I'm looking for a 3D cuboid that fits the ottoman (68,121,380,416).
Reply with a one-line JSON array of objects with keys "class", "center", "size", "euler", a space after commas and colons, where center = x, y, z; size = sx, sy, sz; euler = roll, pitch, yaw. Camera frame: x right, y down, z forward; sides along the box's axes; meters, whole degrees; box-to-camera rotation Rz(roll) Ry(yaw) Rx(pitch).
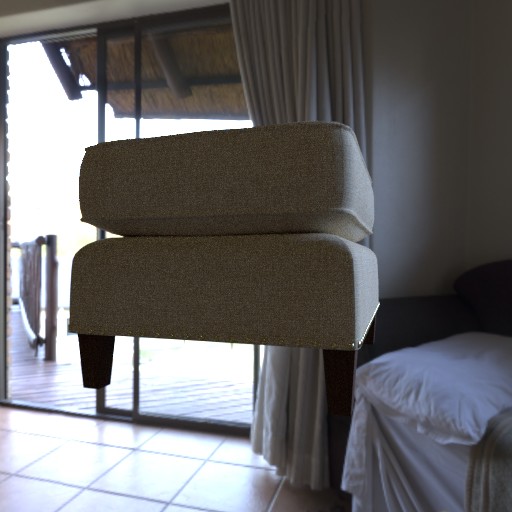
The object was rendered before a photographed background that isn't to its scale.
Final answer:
[{"class": "ottoman", "center": [0.000, 0.000, 1.146], "size": [0.589, 0.537, 0.738], "euler": [0, -1, 18]}]
